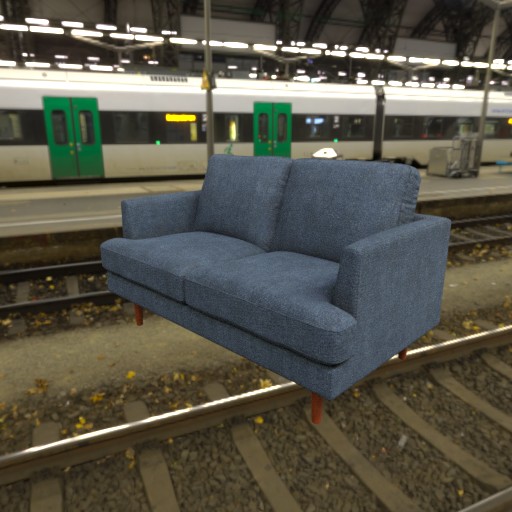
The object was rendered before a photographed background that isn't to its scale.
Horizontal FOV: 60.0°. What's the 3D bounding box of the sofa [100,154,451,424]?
[{"bbox_3d":[0.000,0.000,2.210,1.582,0.944,0.903,15,22,42],"label":"sofa"}]
